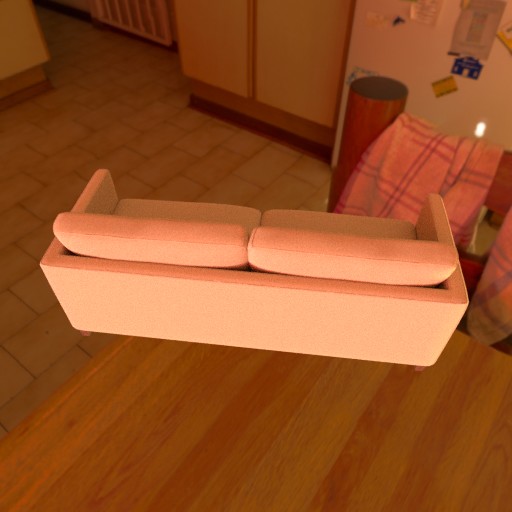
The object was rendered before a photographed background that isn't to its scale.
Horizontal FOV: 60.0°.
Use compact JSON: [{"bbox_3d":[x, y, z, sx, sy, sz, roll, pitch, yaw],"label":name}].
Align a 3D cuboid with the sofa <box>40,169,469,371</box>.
[{"bbox_3d":[0.000,0.000,2.892,2.361,0.968,0.951,5,47,5],"label":"sofa"}]
